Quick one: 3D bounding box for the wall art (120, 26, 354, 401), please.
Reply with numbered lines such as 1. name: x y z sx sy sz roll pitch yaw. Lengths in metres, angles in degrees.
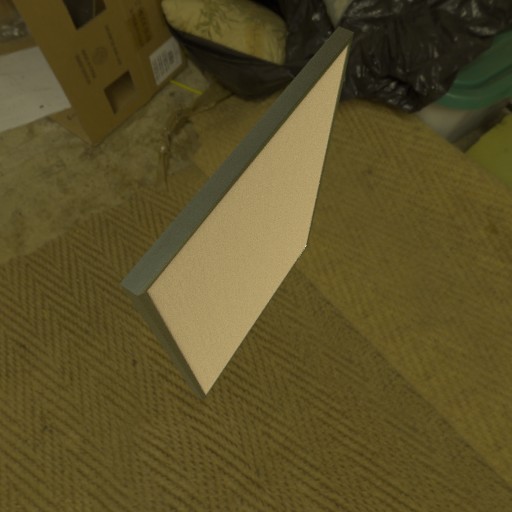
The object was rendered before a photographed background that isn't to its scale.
1. wall art: 0.000 0.000 1.380 0.041 1.062 0.803 30 67 14
